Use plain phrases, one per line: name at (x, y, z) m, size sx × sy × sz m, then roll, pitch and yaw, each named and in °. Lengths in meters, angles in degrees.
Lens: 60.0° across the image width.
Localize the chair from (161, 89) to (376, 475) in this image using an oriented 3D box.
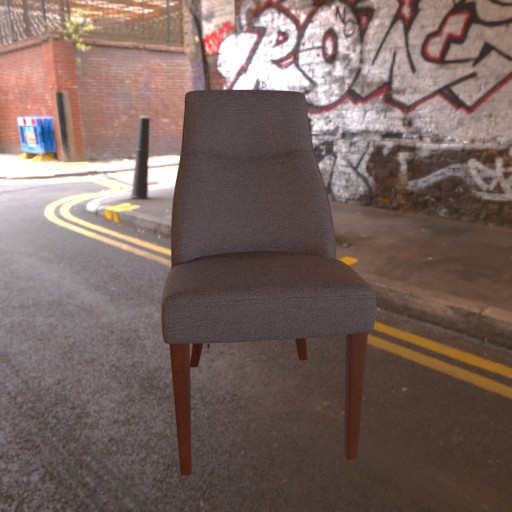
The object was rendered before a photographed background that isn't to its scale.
chair at (0.000, 0.000, 1.275) m, size 0.500 × 0.930 × 0.620 m, roll -2°, pitch 17°, yaw -7°
